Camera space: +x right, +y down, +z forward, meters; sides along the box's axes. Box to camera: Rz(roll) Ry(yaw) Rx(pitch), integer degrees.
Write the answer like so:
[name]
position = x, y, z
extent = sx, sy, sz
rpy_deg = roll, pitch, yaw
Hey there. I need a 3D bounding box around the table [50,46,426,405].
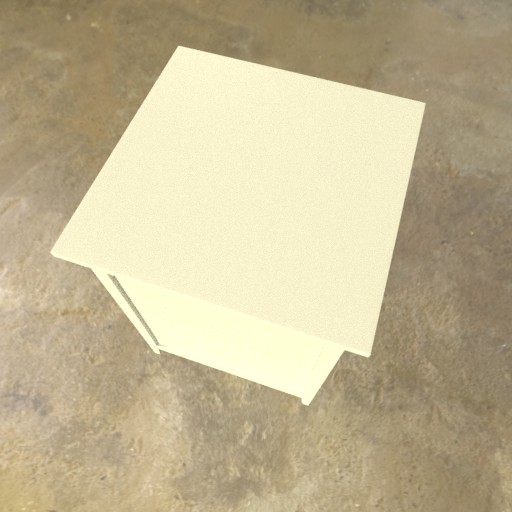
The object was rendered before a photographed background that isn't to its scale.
[table]
position = 0.000, 0.000, 0.787
extent = 0.381, 0.483, 0.381
rpy_deg = 17, 64, 8
